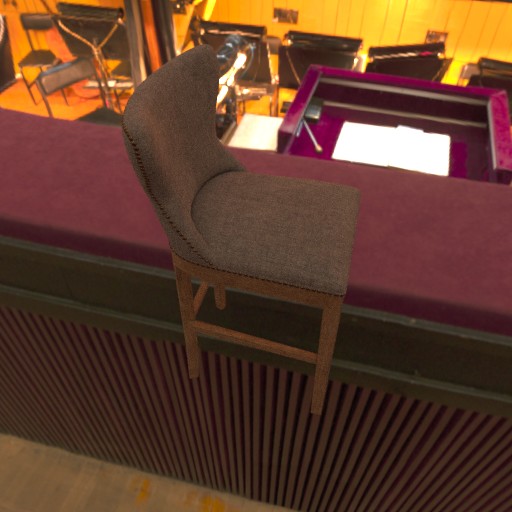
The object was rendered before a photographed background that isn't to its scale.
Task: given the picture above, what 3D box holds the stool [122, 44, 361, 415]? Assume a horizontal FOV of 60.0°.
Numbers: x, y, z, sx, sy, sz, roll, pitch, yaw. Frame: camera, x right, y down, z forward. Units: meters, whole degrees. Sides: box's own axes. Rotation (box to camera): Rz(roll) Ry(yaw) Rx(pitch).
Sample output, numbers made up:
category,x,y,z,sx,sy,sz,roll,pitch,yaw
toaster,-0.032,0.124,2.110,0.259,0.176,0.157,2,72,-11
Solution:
category,x,y,z,sx,sy,sz,roll,pitch,yaw
stool,0.000,0.000,1.432,0.606,1.123,0.494,11,47,10
